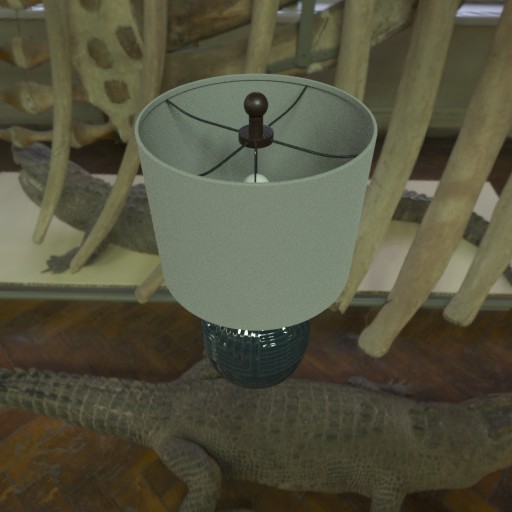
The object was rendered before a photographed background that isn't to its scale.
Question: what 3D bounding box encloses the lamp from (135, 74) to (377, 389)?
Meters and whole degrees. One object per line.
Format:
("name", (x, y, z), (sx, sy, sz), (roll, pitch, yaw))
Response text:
("lamp", (0.000, 0.000, 0.759), (0.318, 0.567, 0.318), (0, 43, 0))
